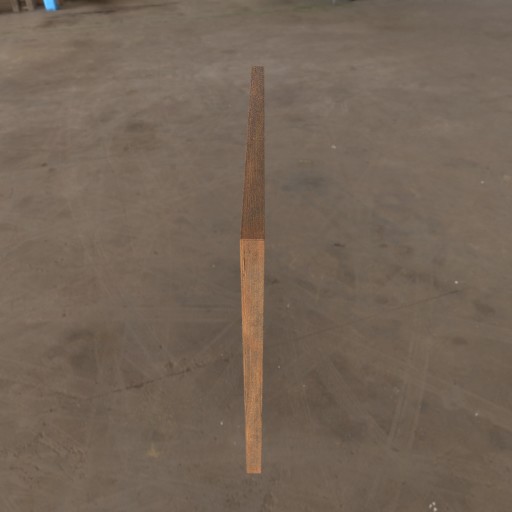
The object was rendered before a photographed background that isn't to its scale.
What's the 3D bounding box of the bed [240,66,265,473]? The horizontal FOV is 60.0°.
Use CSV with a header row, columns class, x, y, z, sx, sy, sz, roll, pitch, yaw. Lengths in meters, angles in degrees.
class,x,y,z,sx,sy,sz,roll,pitch,yaw
bed,0.000,0.000,1.522,0.046,0.942,1.046,0,40,1
